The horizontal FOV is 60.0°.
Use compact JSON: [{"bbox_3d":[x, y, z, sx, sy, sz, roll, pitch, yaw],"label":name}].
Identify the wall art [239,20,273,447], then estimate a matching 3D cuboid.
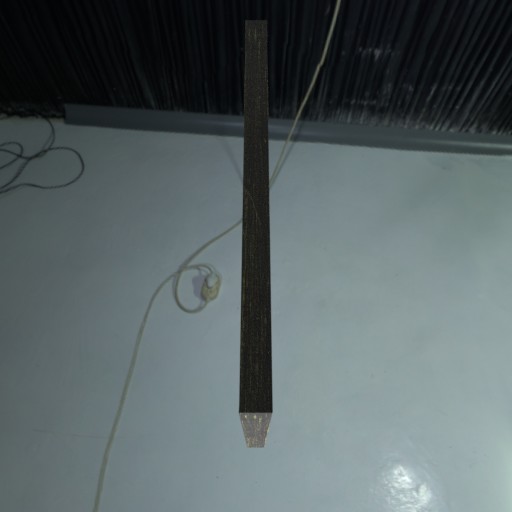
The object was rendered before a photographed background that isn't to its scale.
[{"bbox_3d":[0.000,0.000,0.740,0.032,0.457,0.558,0,63,0],"label":"wall art"}]
